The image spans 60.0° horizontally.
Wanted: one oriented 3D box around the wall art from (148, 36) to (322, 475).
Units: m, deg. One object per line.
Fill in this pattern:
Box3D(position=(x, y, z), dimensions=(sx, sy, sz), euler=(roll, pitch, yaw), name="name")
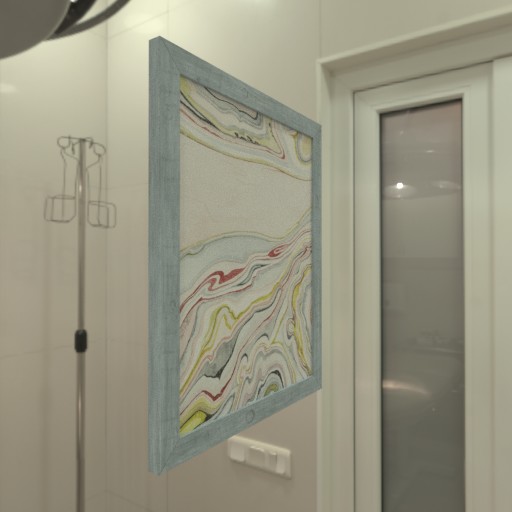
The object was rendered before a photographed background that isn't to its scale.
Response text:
Box3D(position=(0.000, 0.000, 0.789), dimensions=(0.022, 0.582, 0.479), euler=(0, 0, 35), name="wall art")
